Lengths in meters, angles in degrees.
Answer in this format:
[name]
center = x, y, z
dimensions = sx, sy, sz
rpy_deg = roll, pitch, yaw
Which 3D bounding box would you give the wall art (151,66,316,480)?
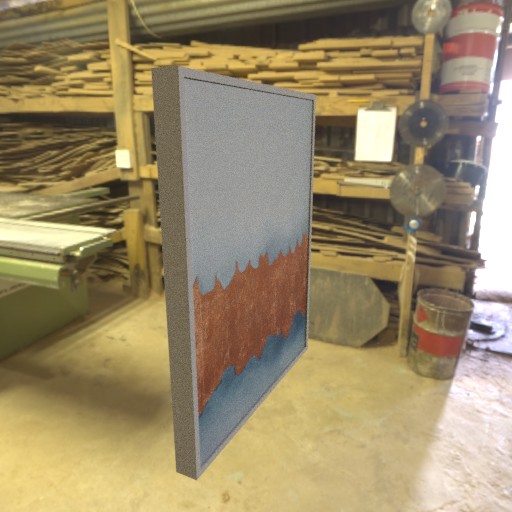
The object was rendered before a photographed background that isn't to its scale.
[wall art]
center = 0.000, 0.000, 0.765
dimensions = 0.039, 0.553, 0.451
rpy_deg = 8, 17, 26
